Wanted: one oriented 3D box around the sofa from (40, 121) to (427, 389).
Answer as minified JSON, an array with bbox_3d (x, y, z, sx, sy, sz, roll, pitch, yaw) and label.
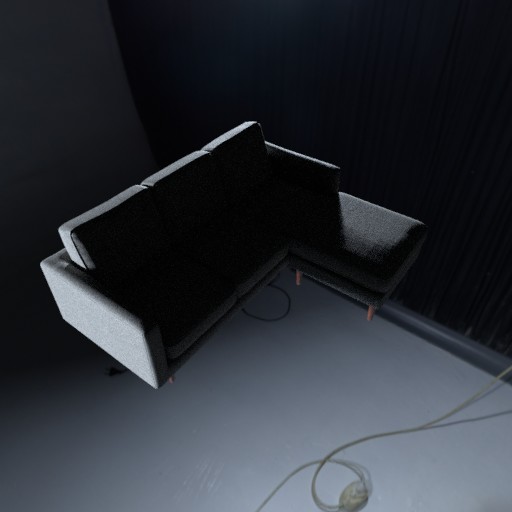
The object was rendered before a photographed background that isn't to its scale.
[{"bbox_3d":[0.000,0.000,3.003,1.667,0.957,2.055,26,48,27],"label":"sofa"}]
